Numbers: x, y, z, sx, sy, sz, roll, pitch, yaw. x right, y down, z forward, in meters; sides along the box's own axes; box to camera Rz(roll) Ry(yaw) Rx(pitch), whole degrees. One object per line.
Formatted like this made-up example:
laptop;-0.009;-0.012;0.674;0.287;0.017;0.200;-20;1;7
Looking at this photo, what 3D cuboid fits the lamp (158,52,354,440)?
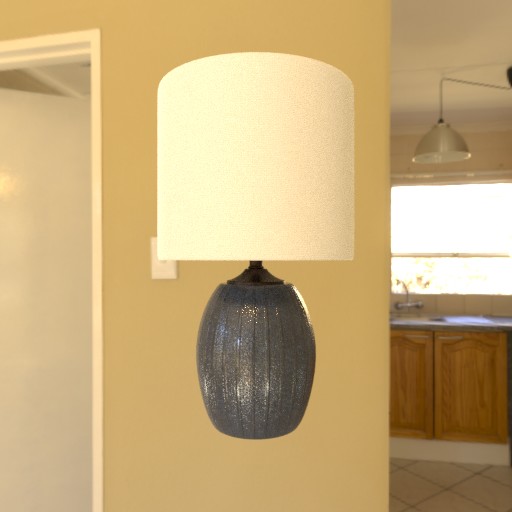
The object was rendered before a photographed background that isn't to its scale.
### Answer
lamp;0.000;0.000;0.758;0.329;0.570;0.329;0;0;2
